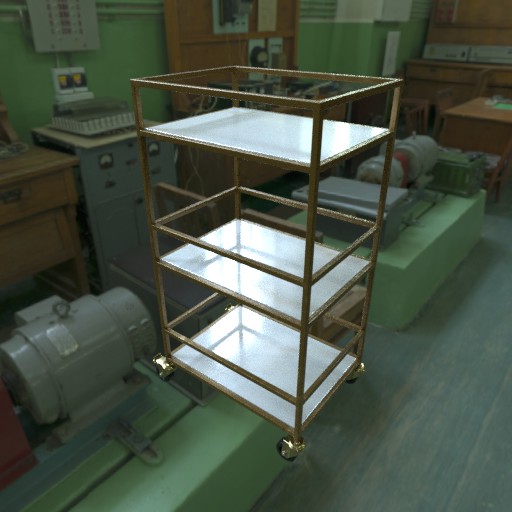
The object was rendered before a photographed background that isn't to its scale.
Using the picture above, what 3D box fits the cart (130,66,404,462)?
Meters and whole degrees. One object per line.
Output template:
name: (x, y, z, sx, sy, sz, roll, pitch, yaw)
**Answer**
cart: (0.000, 0.000, 1.015, 0.483, 0.761, 0.332, 20, 35, 32)
